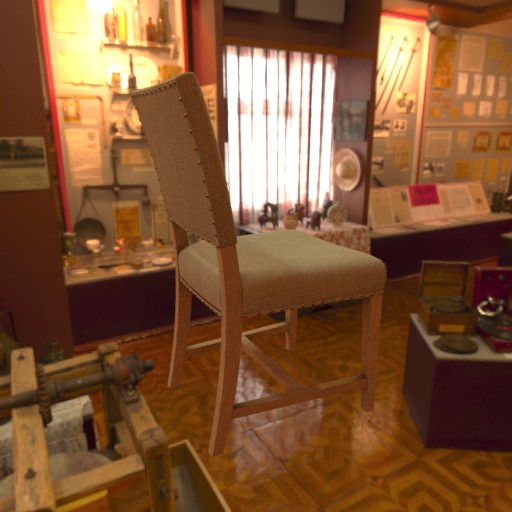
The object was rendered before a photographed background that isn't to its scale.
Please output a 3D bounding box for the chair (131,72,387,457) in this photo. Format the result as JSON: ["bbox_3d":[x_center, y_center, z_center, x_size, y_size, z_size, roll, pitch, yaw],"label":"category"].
[{"bbox_3d":[0.000,0.000,1.374,0.622,0.986,0.508,-8,17,-27],"label":"chair"}]
